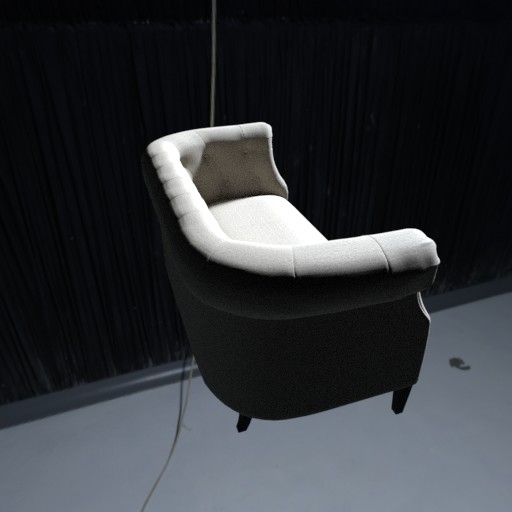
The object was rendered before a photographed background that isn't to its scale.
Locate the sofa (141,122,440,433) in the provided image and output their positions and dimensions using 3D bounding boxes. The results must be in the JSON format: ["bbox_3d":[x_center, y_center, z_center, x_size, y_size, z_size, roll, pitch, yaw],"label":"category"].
[{"bbox_3d":[0.000,0.000,2.002,0.835,0.827,1.558,-10,32,-16],"label":"sofa"}]
